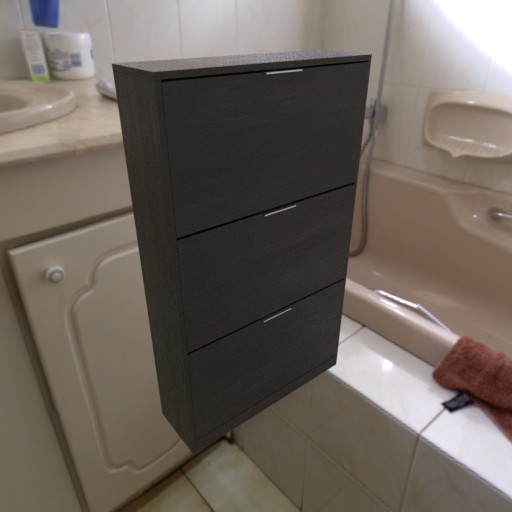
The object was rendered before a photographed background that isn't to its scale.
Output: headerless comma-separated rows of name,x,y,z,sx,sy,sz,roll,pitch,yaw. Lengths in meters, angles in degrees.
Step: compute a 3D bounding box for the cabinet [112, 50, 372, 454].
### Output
cabinet,0.000,0.000,1.567,0.750,1.280,0.250,-21,35,-33
